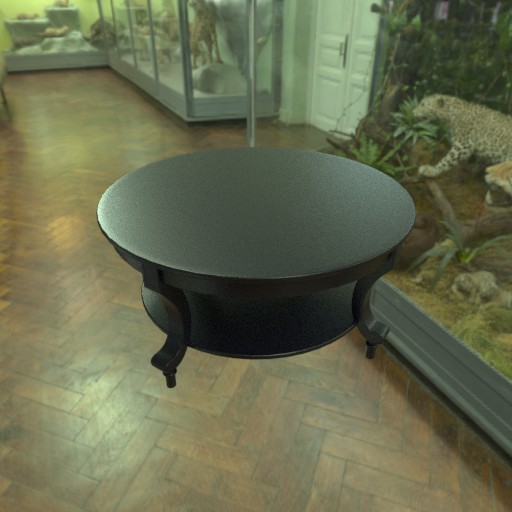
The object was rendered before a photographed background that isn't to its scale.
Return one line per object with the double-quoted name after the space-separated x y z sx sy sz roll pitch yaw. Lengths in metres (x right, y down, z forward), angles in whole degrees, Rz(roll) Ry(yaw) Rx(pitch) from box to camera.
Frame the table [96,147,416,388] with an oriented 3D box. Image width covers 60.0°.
0.000 0.000 1.609 1.029 0.491 1.029 0 31 0 "table"
